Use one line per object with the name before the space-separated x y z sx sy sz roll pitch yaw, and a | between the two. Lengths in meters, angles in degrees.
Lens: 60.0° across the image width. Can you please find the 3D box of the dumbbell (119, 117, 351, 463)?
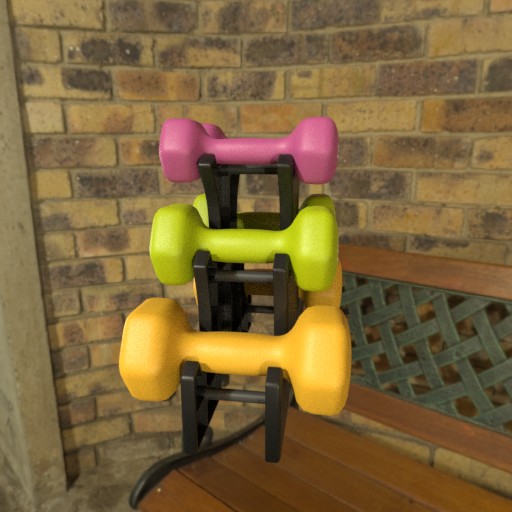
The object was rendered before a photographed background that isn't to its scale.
dumbbell | 0.000 0.000 0.465 0.190 0.271 0.300 2 14 8
